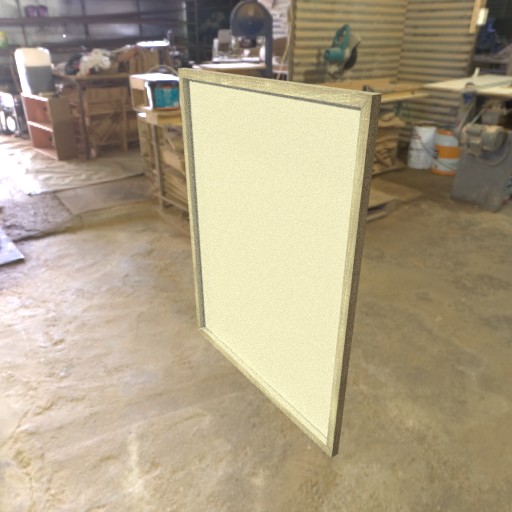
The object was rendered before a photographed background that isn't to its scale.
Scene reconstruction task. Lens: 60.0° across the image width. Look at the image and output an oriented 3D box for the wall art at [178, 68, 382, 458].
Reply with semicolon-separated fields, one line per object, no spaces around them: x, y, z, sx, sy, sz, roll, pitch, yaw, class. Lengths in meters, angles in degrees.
0.000;0.000;1.365;0.035;1.022;0.781;-19;33;-33;wall art
